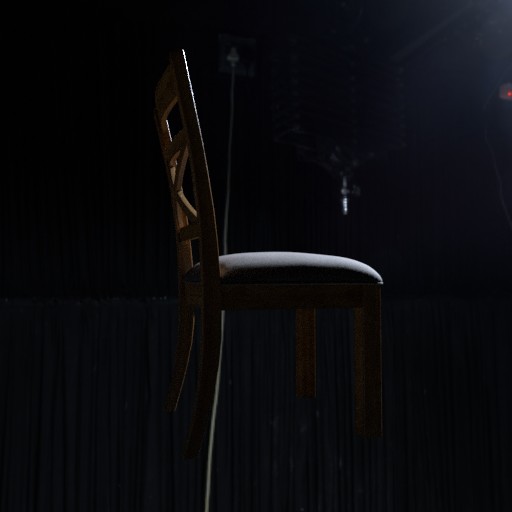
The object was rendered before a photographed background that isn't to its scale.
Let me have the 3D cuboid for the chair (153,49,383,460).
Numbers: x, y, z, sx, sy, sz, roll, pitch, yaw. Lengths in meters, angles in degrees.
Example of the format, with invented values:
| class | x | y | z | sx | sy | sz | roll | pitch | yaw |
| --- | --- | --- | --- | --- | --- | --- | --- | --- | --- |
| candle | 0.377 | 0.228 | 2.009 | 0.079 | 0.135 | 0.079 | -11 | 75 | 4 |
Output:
| class | x | y | z | sx | sy | sz | roll | pitch | yaw |
| --- | --- | --- | --- | --- | --- | --- | --- | --- | --- |
| chair | 0.000 | 0.000 | 1.292 | 0.581 | 0.949 | 0.470 | 1 | -2 | -18 |
